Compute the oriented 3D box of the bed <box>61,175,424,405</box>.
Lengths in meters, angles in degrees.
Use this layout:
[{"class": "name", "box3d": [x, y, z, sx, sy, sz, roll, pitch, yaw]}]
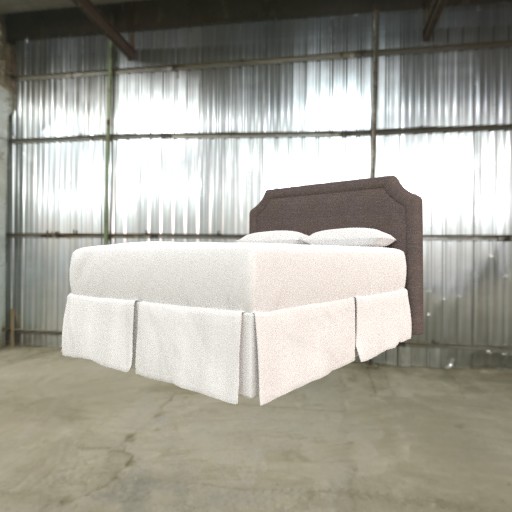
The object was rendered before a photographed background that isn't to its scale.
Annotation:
[{"class": "bed", "box3d": [0.000, 0.000, 3.150, 1.693, 1.290, 2.116, 0, 0, 38]}]
